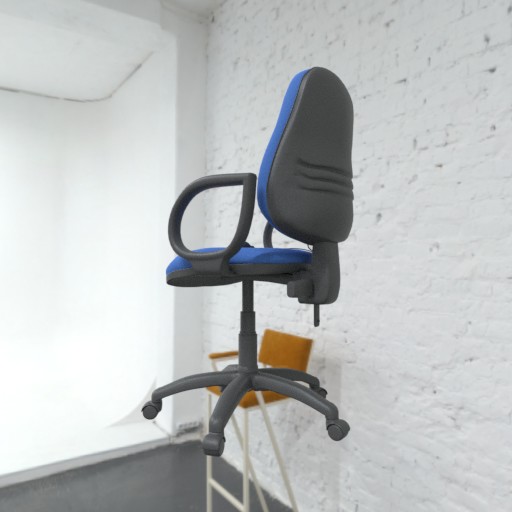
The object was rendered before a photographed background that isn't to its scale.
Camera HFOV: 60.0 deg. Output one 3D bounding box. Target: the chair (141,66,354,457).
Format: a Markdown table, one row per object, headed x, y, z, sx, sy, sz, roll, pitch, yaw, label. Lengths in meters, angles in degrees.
| x | y | z | sx | sy | sz | roll | pitch | yaw | label |
| --- | --- | --- | --- | --- | --- | --- | --- | --- | --- |
| 0.000 | 0.000 | 1.242 | 0.549 | 0.905 | 0.552 | -1 | -2 | 36 | chair |
